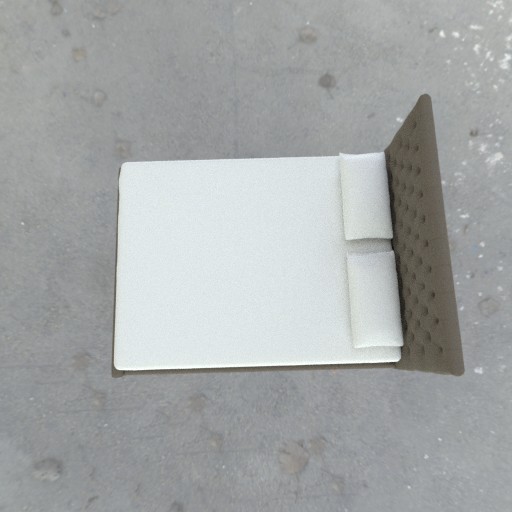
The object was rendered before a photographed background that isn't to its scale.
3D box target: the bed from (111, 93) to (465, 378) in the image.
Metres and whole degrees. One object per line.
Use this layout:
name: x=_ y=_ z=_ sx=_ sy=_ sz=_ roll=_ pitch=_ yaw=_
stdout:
bed: x=0.000 y=0.000 z=3.227 sx=2.233 sy=1.426 sz=1.696 roll=-2 pitch=78 yaw=0
